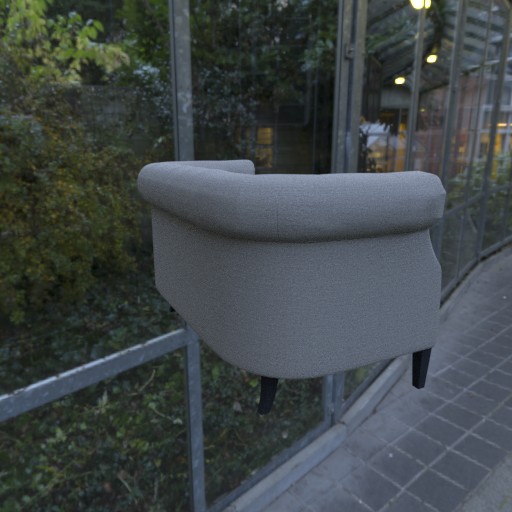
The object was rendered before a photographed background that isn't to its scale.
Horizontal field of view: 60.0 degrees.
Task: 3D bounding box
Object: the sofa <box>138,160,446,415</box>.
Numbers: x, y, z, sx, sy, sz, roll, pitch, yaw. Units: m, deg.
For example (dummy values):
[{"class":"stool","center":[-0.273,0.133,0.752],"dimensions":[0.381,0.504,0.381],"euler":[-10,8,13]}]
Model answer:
[{"class":"sofa","center":[0.000,0.000,2.037],"dimensions":[0.835,0.827,1.558],"euler":[-7,16,-26]}]
